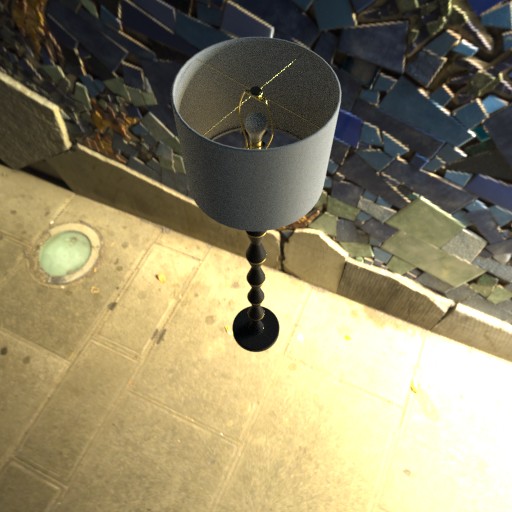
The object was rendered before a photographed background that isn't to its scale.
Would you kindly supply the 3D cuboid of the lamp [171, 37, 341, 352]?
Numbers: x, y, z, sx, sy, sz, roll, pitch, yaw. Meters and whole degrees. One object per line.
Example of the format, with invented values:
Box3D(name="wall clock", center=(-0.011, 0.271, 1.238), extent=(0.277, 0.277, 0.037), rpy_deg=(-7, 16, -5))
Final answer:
Box3D(name="lamp", center=(0.000, 0.000, 1.629), extent=(0.381, 1.480, 0.381), rpy_deg=(35, 66, 19))
